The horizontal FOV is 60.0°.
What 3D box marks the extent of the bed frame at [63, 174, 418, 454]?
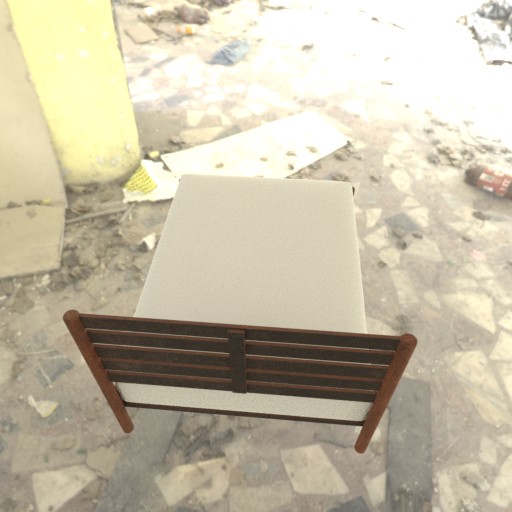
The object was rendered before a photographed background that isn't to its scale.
[{"bbox_3d":[0.000,0.000,3.269,1.655,1.321,2.234,4,47,3],"label":"bed frame"}]
